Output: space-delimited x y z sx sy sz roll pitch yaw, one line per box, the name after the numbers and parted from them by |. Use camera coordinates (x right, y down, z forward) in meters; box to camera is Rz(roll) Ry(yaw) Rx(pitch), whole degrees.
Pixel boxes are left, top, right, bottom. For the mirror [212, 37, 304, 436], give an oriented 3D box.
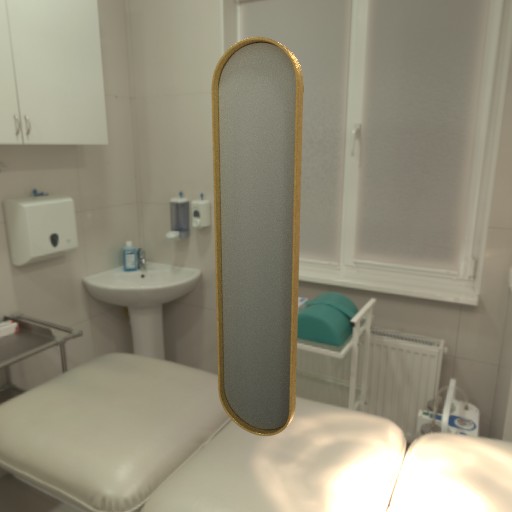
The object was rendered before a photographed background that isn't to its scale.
0.000 0.000 1.100 0.222 0.991 0.032 7 16 28 | mirror
